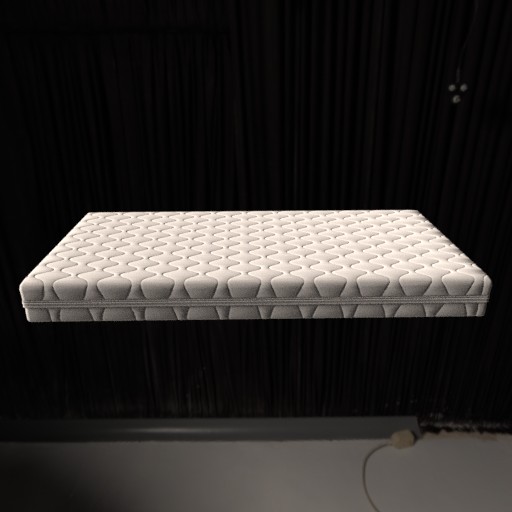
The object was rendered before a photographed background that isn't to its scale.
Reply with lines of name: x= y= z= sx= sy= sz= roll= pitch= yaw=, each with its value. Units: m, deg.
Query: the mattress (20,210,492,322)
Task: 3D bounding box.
mattress: x=0.000 y=0.000 z=2.293 sx=2.000 sy=0.200 sz=0.900 roll=-1 pitch=25 yaw=-1
